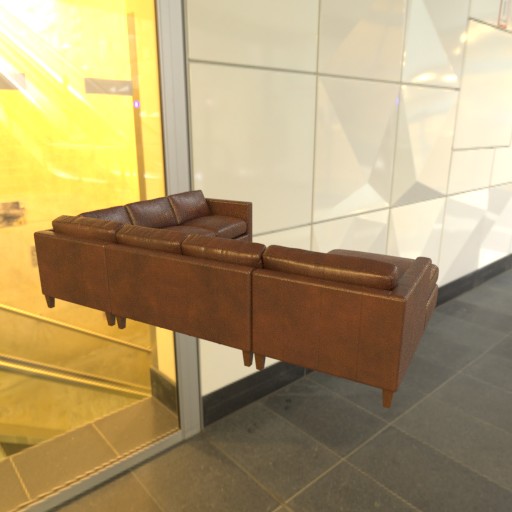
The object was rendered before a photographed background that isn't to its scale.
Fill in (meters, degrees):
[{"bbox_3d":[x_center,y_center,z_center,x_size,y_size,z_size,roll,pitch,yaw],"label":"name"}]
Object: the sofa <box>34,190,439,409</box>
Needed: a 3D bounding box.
[{"bbox_3d":[0.000,0.000,4.376,3.324,0.891,2.452,9,19,28],"label":"sofa"}]
